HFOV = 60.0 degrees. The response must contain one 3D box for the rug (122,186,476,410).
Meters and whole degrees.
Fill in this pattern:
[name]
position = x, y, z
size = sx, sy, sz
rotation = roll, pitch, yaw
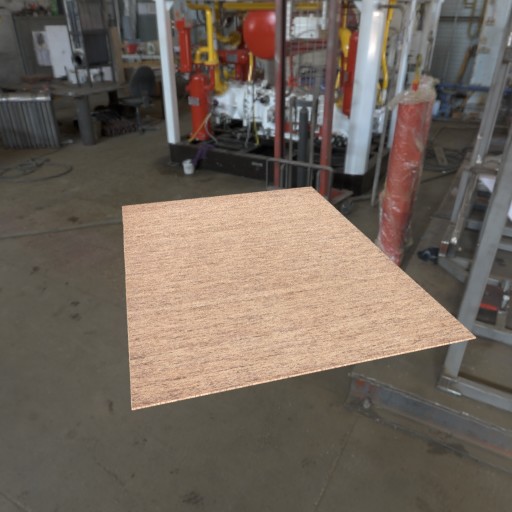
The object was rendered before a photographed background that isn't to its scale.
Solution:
[rug]
position = 0.000, 0.000, 4.286
size = 2.448, 0.013, 3.205
rotation = -8, 30, -14
